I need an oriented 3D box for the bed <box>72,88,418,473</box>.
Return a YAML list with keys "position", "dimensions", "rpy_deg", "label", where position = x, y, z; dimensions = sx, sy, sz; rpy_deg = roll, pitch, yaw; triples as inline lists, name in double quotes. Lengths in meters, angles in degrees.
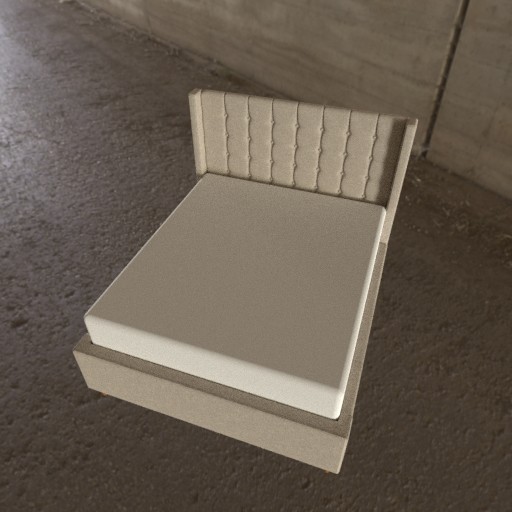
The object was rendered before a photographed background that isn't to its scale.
- position: [0.000, 0.000, 3.674]
  dimensions: [2.045, 1.743, 2.370]
  rpy_deg: [13, 43, 15]
  label: "bed"
